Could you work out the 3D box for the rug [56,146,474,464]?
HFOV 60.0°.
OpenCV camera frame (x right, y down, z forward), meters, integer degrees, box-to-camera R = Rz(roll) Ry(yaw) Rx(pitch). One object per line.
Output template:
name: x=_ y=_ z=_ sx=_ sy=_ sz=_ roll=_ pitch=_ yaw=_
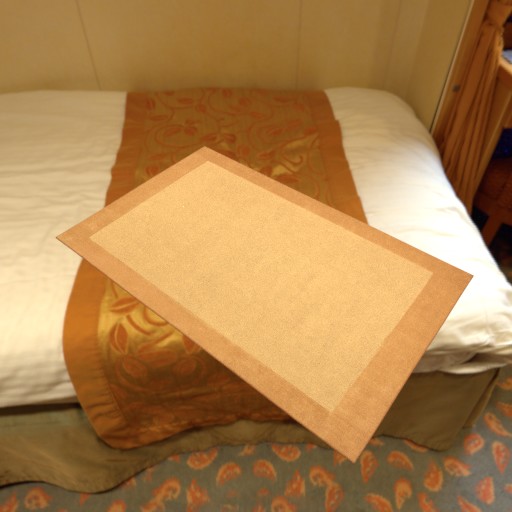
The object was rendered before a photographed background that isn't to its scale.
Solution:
rug: x=0.000 y=0.000 z=3.027 sx=2.438 sy=0.014 sz=1.524 roll=30 pitch=53 yaw=26
